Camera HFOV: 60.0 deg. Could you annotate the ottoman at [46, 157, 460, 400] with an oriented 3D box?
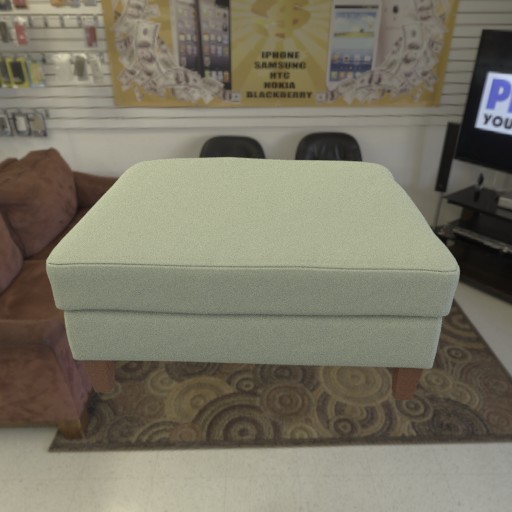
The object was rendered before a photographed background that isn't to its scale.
[{"bbox_3d":[0.000,0.000,1.472,0.991,0.494,0.842,1,28,2],"label":"ottoman"}]
